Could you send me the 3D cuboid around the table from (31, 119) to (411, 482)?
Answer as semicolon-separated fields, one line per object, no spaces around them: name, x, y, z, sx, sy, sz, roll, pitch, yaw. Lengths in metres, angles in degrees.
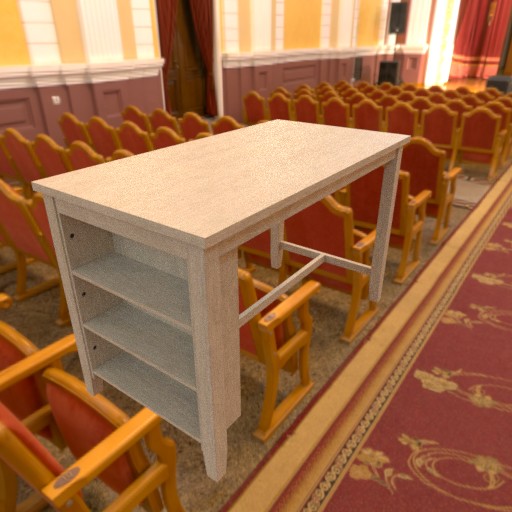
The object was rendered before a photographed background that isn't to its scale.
table;0.000;0.000;1.900;0.729;0.874;1.397;18;32;32
